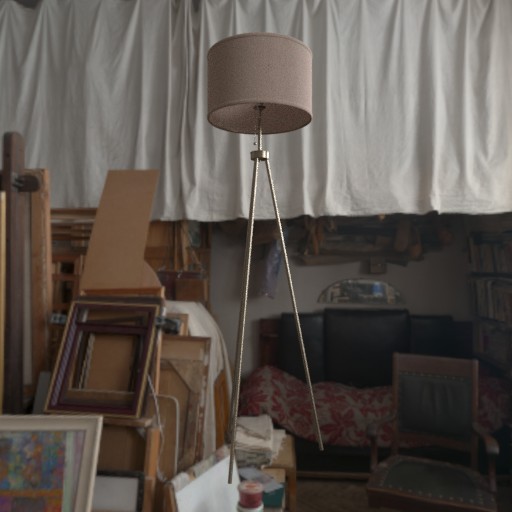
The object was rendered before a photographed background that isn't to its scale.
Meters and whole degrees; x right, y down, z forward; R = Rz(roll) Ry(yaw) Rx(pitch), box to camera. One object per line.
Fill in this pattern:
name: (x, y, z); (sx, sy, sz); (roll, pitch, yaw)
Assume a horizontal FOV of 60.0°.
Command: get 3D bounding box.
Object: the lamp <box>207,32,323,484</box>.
lamp: (0.000, 0.000, 1.752); (0.449, 1.545, 0.460); (0, 0, -36)
